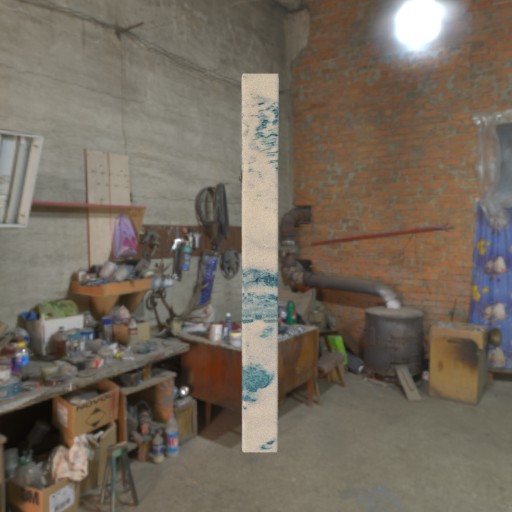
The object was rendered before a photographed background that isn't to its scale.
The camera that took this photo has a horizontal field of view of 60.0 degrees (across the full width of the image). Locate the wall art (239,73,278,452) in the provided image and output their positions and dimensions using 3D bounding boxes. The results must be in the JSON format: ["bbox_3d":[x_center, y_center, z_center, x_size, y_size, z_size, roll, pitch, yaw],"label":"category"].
[{"bbox_3d":[0.000,0.000,0.776,0.043,0.407,0.609,0,2,-1],"label":"wall art"}]
